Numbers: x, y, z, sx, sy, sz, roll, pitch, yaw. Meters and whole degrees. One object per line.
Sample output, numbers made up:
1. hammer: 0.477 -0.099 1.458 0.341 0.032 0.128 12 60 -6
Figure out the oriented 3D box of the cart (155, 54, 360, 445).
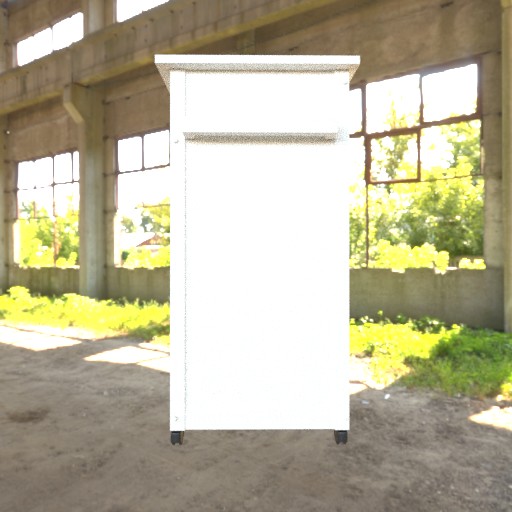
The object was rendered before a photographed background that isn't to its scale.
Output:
1. cart: 0.000 0.000 1.277 0.442 0.864 0.683 0 0 -1
